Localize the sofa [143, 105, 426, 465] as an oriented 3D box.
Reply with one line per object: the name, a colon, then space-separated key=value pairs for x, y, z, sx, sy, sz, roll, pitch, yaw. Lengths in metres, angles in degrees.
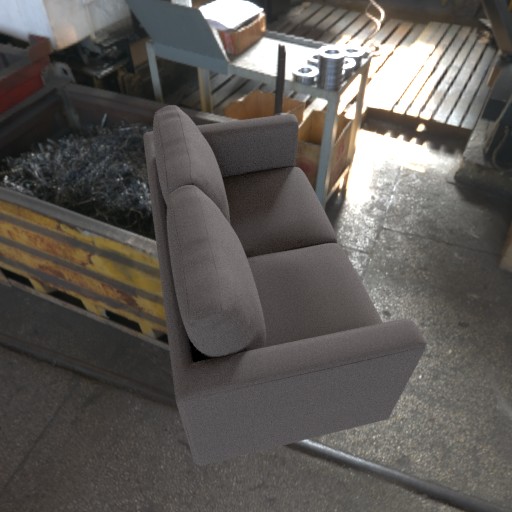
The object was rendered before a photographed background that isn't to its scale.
sofa: x=0.000 y=0.000 z=1.926 sx=0.796 sy=0.908 sz=1.430 roll=-10 pitch=48 yaw=-9
